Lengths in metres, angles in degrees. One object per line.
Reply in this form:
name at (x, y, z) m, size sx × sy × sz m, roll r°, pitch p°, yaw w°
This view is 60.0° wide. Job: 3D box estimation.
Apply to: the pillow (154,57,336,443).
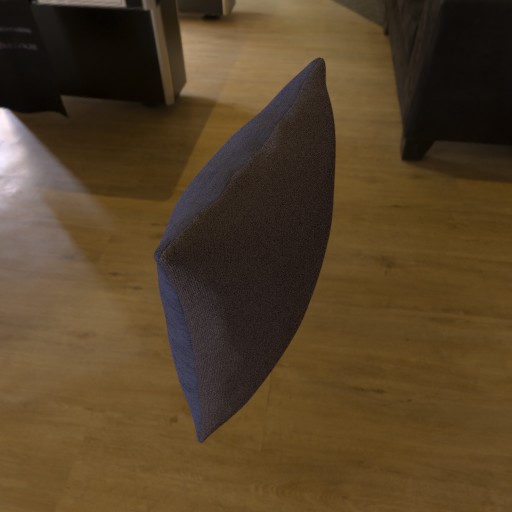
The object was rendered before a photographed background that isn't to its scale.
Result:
pillow at (0.000, 0.000, 0.686) m, size 0.204 × 0.439 × 0.452 m, roll 19°, pitch 50°, yaw 16°
